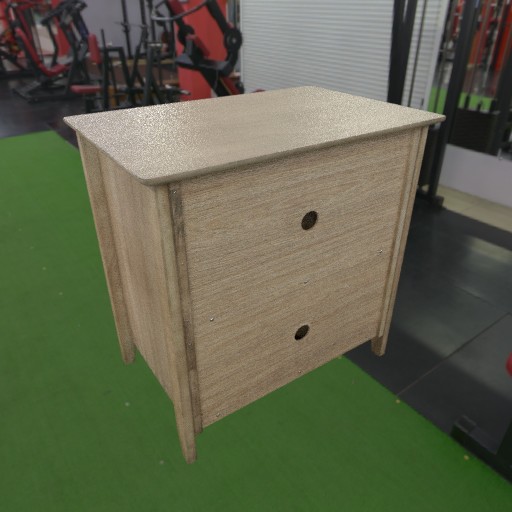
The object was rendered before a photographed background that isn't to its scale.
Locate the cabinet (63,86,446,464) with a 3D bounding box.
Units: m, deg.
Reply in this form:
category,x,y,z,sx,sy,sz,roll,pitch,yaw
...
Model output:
category,x,y,z,sx,sy,sz,roll,pitch,yaw
cabinet,0.000,0.000,1.237,0.763,0.762,0.503,-19,35,-29
